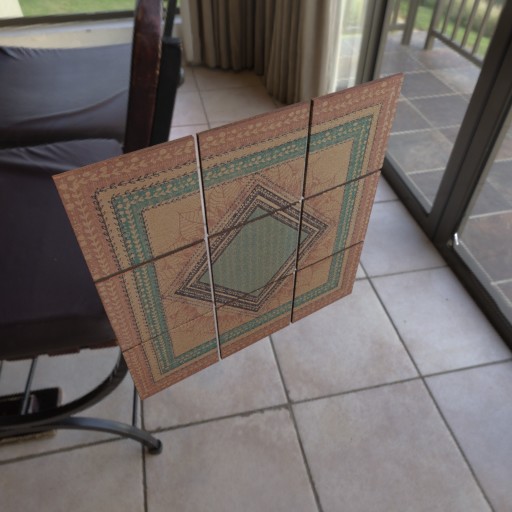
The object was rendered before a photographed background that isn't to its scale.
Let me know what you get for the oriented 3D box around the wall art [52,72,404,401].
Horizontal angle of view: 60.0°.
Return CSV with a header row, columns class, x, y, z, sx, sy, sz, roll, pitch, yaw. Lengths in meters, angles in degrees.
class,x,y,z,sx,sy,sz,roll,pitch,yaw
wall art,0.000,0.000,1.345,0.915,0.914,0.013,-23,50,-21
